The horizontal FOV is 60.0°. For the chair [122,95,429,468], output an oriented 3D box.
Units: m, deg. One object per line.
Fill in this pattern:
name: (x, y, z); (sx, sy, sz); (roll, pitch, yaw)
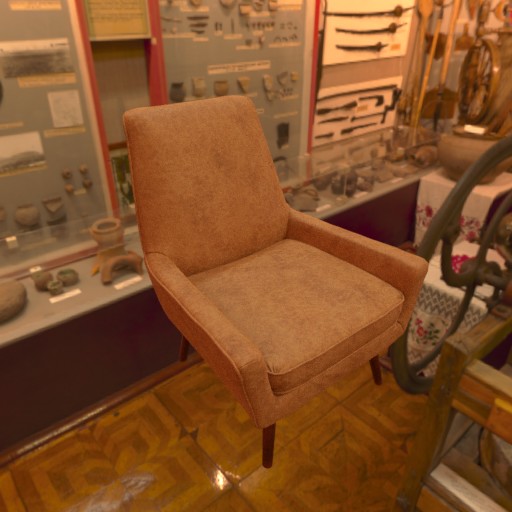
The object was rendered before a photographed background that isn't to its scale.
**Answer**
chair: (0.000, 0.000, 1.466); (0.753, 0.883, 0.851); (-22, 36, -33)
